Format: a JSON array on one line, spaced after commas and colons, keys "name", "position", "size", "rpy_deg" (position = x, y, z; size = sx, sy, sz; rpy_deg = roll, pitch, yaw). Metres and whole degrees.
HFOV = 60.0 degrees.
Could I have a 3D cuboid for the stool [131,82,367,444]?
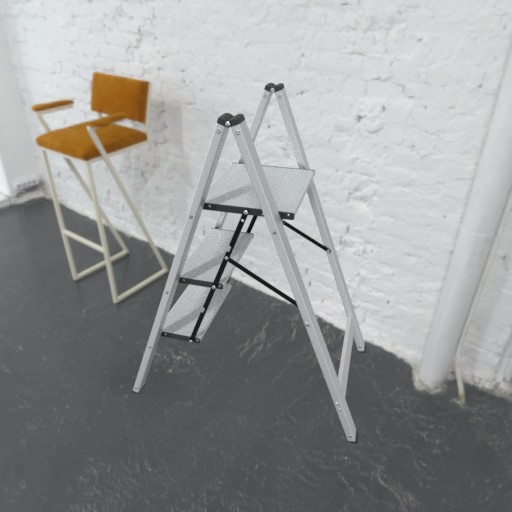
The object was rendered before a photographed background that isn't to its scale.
[{"name": "stool", "position": [0.000, 0.000, 1.316], "size": [0.730, 0.902, 0.441], "rpy_deg": [8, 31, 13]}]
